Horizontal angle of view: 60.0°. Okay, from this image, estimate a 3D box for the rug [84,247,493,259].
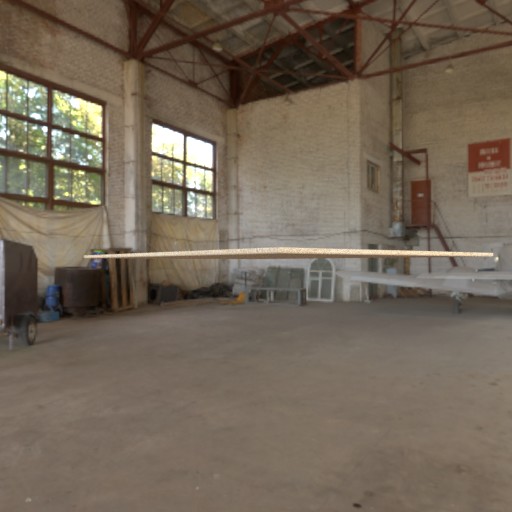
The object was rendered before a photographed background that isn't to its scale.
[{"bbox_3d":[0.000,0.000,3.394,1.800,0.025,2.699,1,-1,-37],"label":"rug"}]
